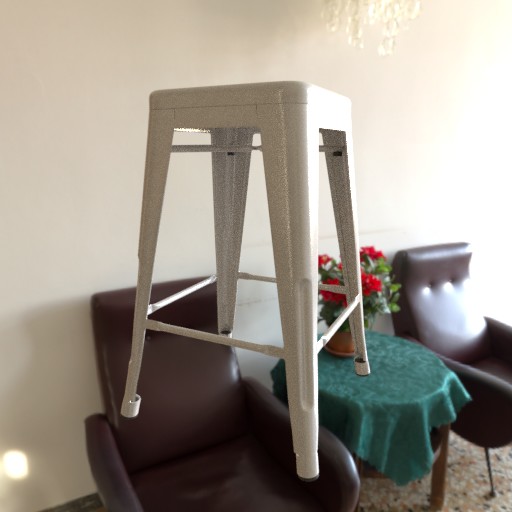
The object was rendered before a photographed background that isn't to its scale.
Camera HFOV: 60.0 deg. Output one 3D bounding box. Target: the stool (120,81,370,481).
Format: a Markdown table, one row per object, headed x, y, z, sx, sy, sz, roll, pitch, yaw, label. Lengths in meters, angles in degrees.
| x | y | z | sx | sy | sz | roll | pitch | yaw | label |
| --- | --- | --- | --- | --- | --- | --- | --- | --- | --- |
| 0.000 | 0.000 | 0.885 | 0.406 | 0.610 | 0.406 | 7 | 15 | 26 | stool |
